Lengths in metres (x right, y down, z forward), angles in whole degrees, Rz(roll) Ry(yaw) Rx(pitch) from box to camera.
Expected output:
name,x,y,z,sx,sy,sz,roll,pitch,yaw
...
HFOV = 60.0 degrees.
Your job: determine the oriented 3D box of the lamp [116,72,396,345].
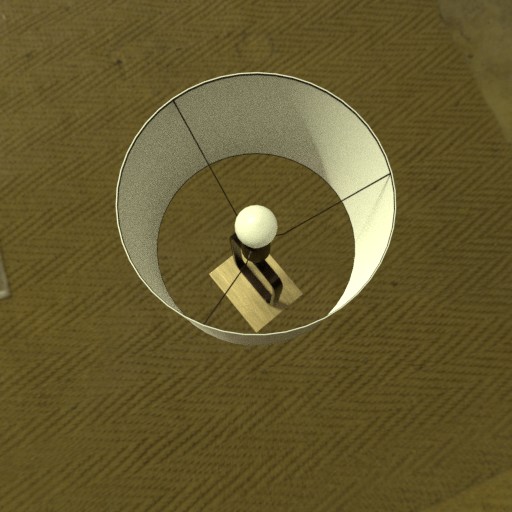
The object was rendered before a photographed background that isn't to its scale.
name,x,y,z,sx,sy,sz,roll,pitch,yaw
lamp,0.000,0.000,0.687,0.279,0.508,0.279,-38,79,-9
